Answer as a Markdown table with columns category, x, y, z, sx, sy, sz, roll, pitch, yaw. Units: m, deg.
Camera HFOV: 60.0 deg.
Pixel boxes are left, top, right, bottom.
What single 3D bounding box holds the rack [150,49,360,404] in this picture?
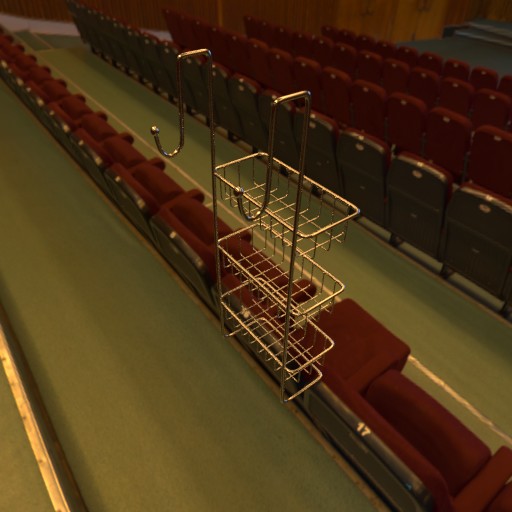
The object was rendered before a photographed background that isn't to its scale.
| category | x | y | z | sx | sy | sz | roll | pitch | yaw |
| --- | --- | --- | --- | --- | --- | --- | --- | --- | --- |
| rack | 0.000 | 0.000 | 0.698 | 0.202 | 0.574 | 0.228 | -26 | 46 | -28 |
